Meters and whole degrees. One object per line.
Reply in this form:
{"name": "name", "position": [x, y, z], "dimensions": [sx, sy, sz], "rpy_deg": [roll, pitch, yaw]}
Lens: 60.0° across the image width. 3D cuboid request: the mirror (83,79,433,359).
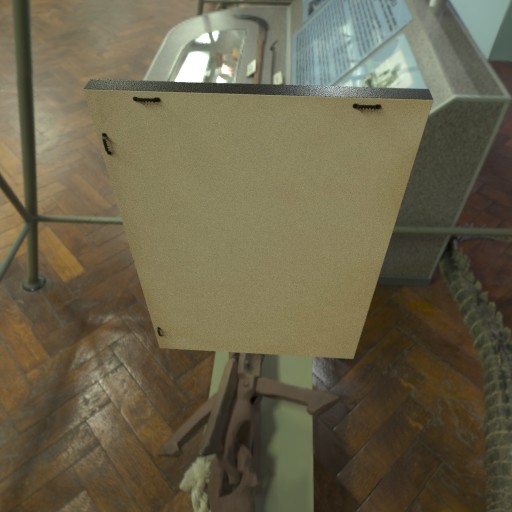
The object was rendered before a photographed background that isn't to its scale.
{"name": "mirror", "position": [0.000, 0.000, 0.908], "dimensions": [0.507, 0.710, 0.039], "rpy_deg": [3, 47, 2]}
